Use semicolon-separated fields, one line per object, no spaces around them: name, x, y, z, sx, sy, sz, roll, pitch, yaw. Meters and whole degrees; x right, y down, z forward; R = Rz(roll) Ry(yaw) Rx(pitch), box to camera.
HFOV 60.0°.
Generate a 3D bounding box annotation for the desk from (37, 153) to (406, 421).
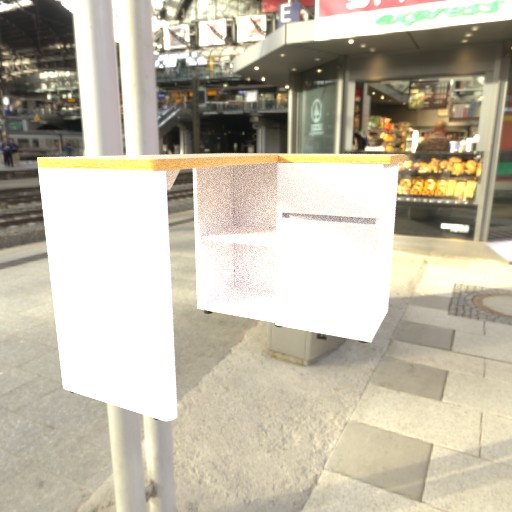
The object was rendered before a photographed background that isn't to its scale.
desk;0.000;0.000;1.720;0.900;0.760;1.170;7;15;25
